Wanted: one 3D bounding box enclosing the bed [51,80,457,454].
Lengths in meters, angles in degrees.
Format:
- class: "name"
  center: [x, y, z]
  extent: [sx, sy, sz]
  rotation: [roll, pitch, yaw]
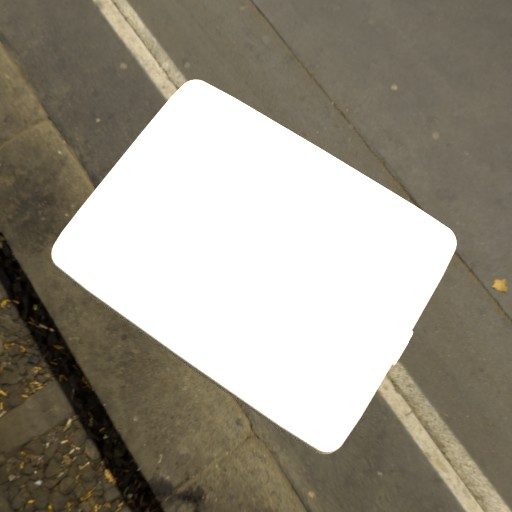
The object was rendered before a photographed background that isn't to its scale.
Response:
- class: "bed"
  center: [0.000, 0.000, 2.710]
  extent: [2.036, 0.460, 1.520]
  rotation: [33, 78, 8]
